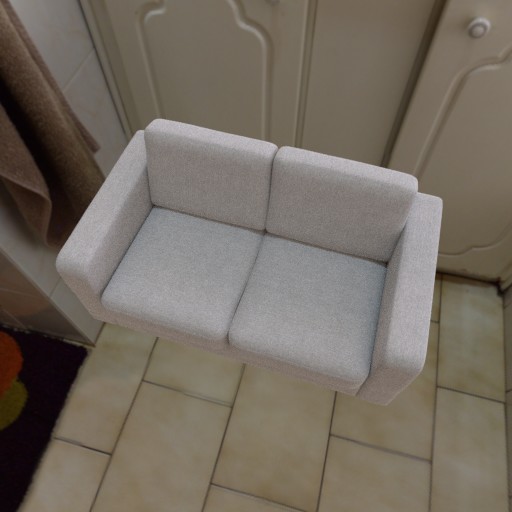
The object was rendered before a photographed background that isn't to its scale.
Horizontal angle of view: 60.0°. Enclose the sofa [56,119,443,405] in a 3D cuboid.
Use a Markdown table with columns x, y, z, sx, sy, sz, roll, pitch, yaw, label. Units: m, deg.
| x | y | z | sx | sy | sz | roll | pitch | yaw | label |
| --- | --- | --- | --- | --- | --- | --- | --- | --- | --- |
| 0.000 | 0.000 | 2.077 | 1.540 | 0.800 | 0.900 | 15 | 60 | 9 | sofa |
